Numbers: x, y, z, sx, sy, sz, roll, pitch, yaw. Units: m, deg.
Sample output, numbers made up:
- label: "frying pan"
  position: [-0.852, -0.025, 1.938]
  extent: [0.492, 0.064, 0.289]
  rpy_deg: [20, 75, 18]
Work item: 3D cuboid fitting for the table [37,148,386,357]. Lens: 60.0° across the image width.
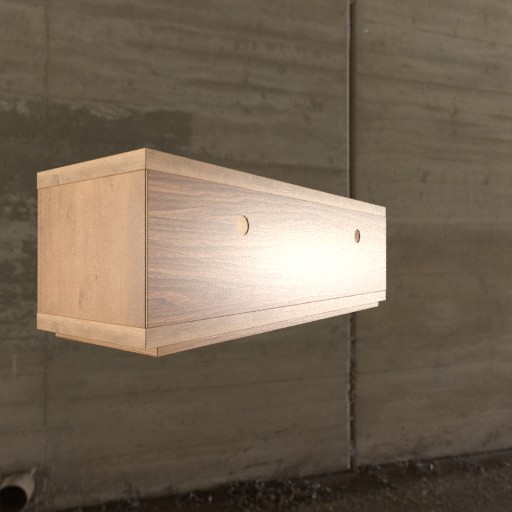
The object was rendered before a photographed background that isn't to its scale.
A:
- label: "table"
  position: [0.000, 0.000, 1.763]
  extent: [0.499, 0.491, 1.499]
  rpy_deg: [0, 0, 37]
